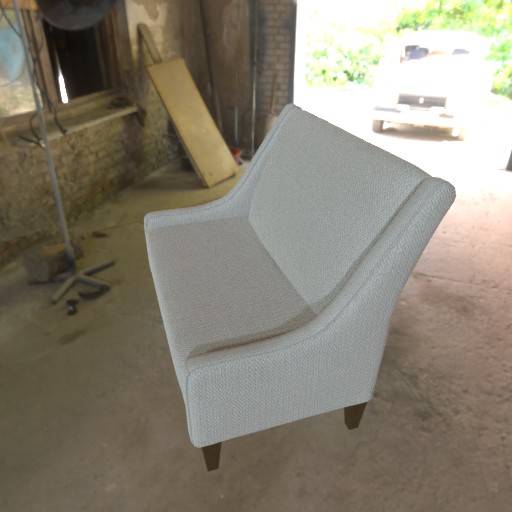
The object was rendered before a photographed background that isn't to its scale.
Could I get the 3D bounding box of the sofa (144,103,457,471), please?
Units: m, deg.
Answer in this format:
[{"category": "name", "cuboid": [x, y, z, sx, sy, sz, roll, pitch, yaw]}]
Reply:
[{"category": "sofa", "cuboid": [0.000, 0.000, 1.924, 0.870, 1.022, 1.242, -9, 31, -16]}]
